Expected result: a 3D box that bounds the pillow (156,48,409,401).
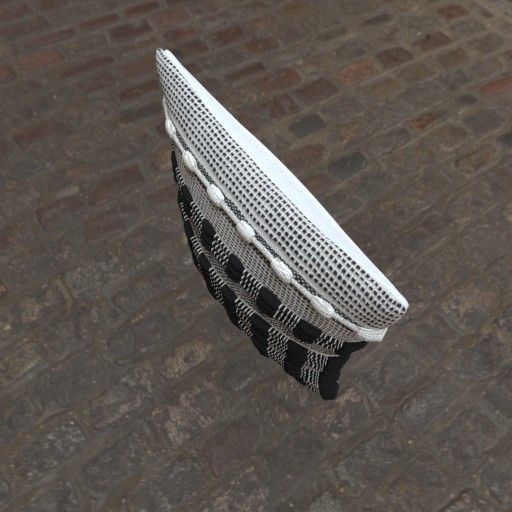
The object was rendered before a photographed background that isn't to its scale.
[{"bbox_3d":[0.000,0.000,0.658,0.156,0.438,0.436,-33,67,-16],"label":"pillow"}]
